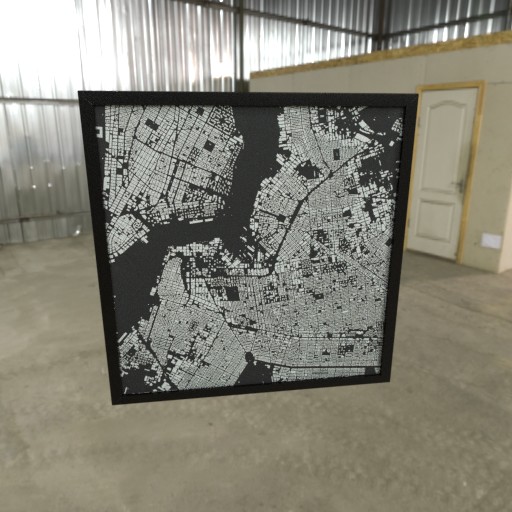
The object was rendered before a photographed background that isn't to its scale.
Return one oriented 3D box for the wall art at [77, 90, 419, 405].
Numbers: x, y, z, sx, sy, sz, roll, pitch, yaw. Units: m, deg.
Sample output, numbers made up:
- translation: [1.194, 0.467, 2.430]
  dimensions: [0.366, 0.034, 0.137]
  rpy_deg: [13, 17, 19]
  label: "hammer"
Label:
- translation: [0.000, 0.000, 1.098]
  dimensions: [0.755, 0.761, 0.038]
  rpy_deg: [-2, 17, -8]
  label: "wall art"
